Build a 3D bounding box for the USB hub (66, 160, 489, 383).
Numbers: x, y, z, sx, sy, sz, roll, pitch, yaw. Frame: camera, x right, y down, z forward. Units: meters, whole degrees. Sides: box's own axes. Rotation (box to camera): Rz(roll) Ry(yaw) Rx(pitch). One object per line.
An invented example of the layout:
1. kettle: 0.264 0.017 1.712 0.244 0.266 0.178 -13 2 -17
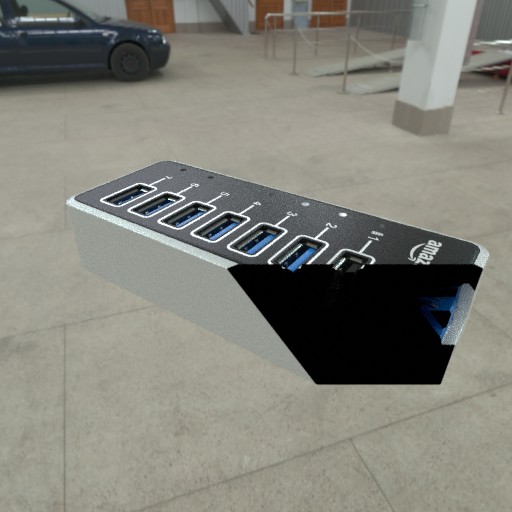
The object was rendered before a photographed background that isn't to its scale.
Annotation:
1. USB hub: 0.000 0.000 0.125 0.110 0.023 0.044 20 37 29
